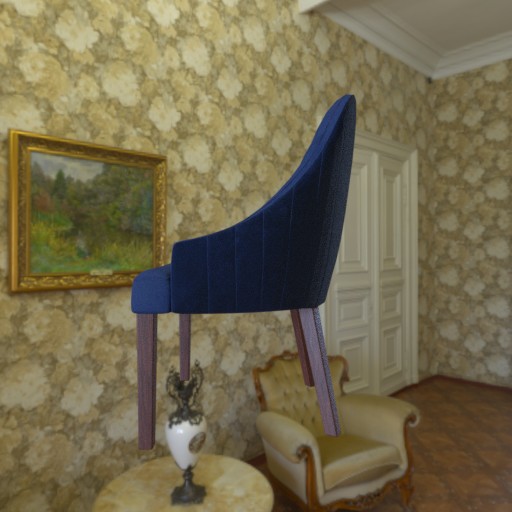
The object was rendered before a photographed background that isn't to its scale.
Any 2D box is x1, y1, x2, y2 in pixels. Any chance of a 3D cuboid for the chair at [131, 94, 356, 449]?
[{"bbox_3d":[0.000,0.000,1.317,0.575,0.889,0.643,0,0,0],"label":"chair"}]
